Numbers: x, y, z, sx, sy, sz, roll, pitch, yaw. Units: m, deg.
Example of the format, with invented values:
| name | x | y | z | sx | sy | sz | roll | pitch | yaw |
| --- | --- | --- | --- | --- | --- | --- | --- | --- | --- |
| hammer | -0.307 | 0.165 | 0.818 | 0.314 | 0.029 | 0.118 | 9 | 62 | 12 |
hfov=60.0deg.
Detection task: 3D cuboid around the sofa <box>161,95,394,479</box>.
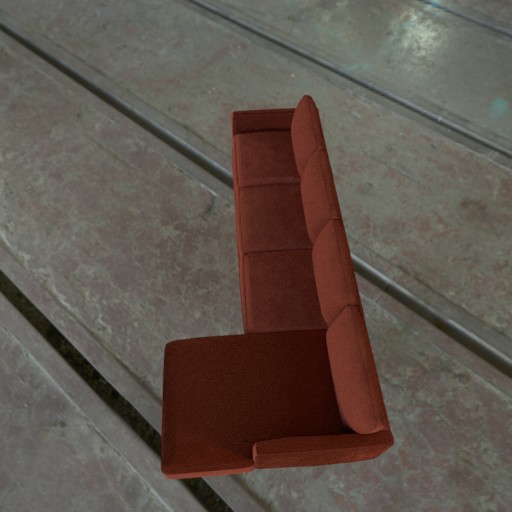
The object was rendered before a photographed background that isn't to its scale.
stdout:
| name | x | y | z | sx | sy | sz | roll | pitch | yaw |
| --- | --- | --- | --- | --- | --- | --- | --- | --- | --- |
| sofa | 0.000 | 0.000 | 3.375 | 1.350 | 0.810 | 2.932 | -3 | 57 | -2 |
